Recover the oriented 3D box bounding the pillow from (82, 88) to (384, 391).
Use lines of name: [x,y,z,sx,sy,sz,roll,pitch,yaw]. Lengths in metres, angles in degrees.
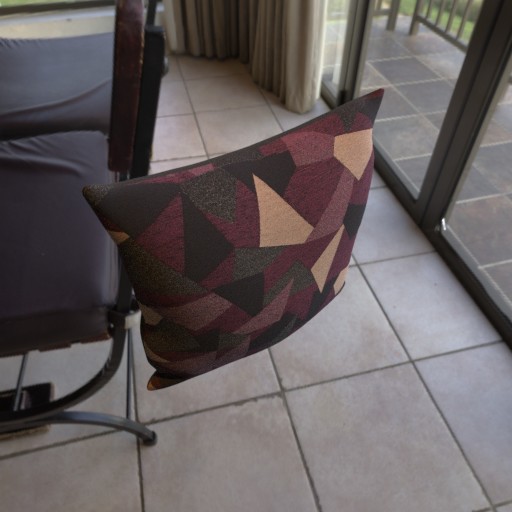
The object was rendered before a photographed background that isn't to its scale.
pillow: [0.000,0.000,0.784,0.503,0.496,0.208,-25,52,-22]
